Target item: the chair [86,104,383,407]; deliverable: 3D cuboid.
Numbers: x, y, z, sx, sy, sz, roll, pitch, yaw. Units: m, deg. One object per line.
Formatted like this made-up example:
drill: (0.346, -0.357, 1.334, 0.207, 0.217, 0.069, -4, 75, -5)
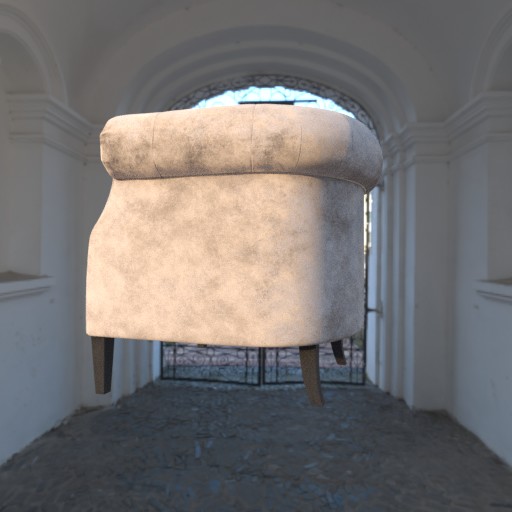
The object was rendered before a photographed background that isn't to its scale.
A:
chair: (0.000, 0.000, 1.548, 0.851, 0.826, 0.904, 0, 0, 19)
